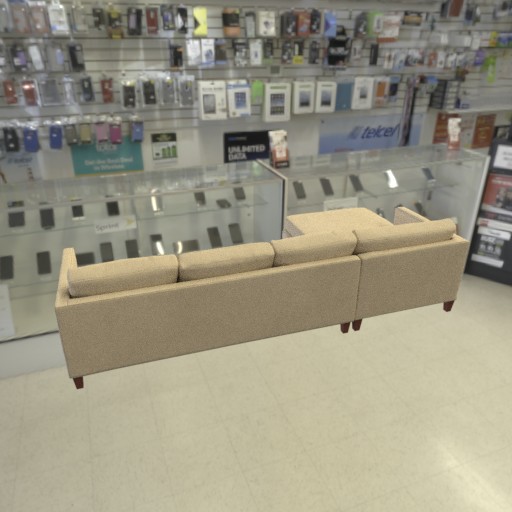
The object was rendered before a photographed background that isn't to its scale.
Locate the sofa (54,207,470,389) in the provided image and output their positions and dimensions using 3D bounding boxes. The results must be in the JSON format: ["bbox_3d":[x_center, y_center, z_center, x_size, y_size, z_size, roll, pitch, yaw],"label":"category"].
[{"bbox_3d":[0.000,0.000,3.977,3.186,0.846,1.625,-8,27,-16],"label":"sofa"}]
